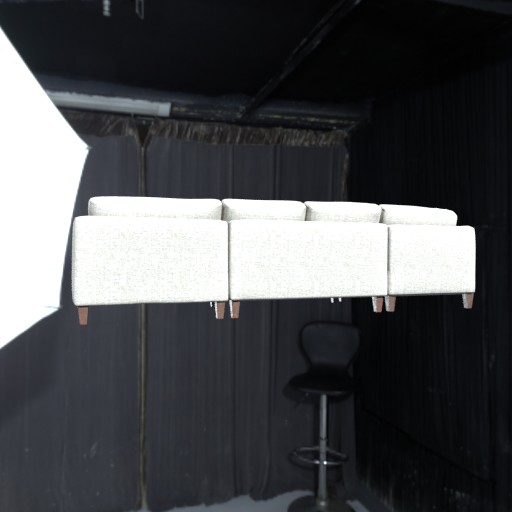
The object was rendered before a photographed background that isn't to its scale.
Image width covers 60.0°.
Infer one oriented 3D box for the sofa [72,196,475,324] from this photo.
[{"bbox_3d":[0.000,0.000,4.764,3.460,0.959,2.593,0,0,-17],"label":"sofa"}]
